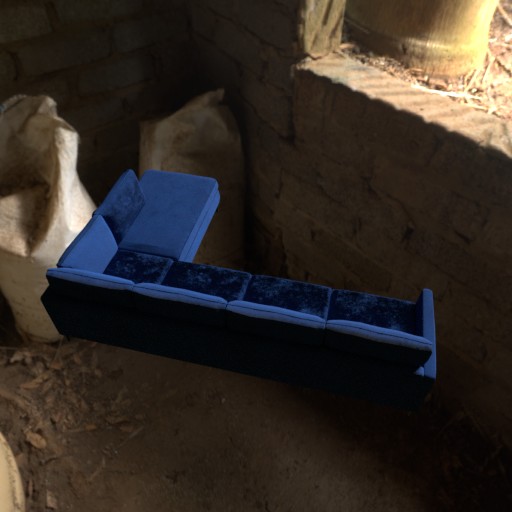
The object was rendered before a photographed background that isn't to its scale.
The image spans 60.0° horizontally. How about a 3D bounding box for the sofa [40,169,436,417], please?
[{"bbox_3d":[0.000,0.000,3.309,2.486,0.687,1.707,10,47,9],"label":"sofa"}]
